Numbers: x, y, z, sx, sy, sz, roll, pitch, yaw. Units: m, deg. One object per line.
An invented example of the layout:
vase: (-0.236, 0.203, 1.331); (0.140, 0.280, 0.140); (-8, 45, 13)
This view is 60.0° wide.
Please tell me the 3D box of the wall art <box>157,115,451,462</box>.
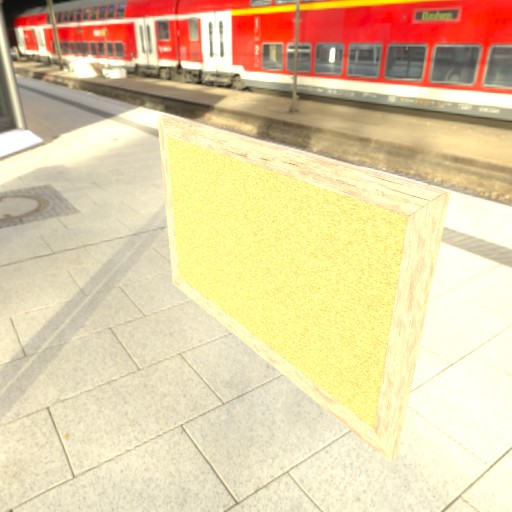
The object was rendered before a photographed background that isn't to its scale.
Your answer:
wall art: (0.000, 0.000, 0.936); (0.021, 0.480, 0.780); (-19, 32, -33)
